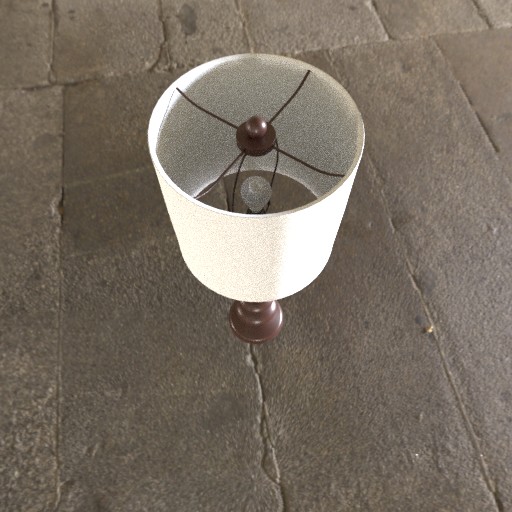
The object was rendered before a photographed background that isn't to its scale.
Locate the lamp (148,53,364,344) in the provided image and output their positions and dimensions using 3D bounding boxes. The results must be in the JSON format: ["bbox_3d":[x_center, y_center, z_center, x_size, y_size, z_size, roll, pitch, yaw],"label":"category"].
[{"bbox_3d":[0.000,0.000,0.816,0.254,0.690,0.254,32,67,15],"label":"lamp"}]
